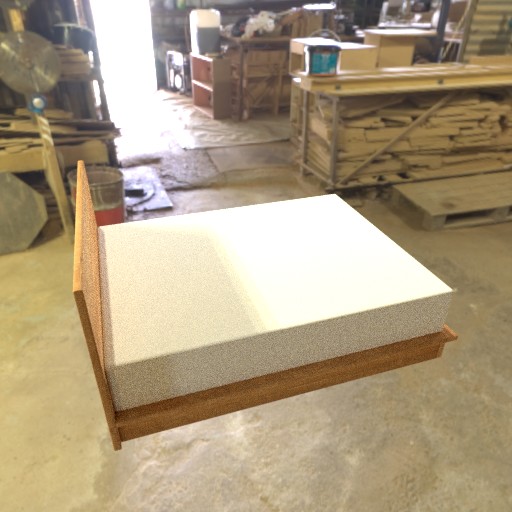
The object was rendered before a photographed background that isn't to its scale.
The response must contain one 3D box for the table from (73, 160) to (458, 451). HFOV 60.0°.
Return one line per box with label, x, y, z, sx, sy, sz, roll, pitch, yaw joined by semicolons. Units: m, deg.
table;0.000;0.000;3.067;2.149;1.041;1.707;-10;32;-16
